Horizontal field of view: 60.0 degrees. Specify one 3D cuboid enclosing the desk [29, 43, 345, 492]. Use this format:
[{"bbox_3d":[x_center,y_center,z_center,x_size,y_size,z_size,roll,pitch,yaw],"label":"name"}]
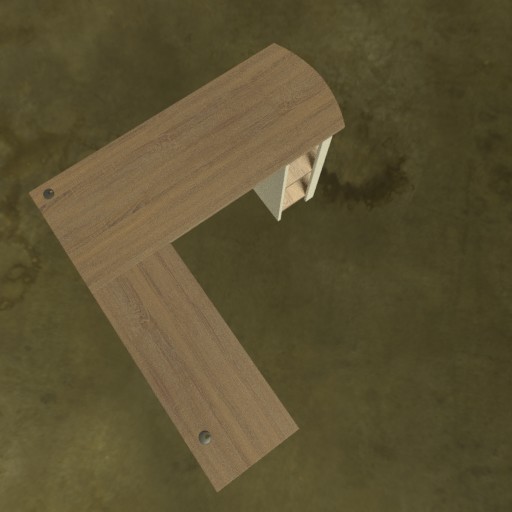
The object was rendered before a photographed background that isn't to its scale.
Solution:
[{"bbox_3d":[0.000,0.000,2.103,1.303,0.716,1.361,-35,78,-8],"label":"desk"}]
